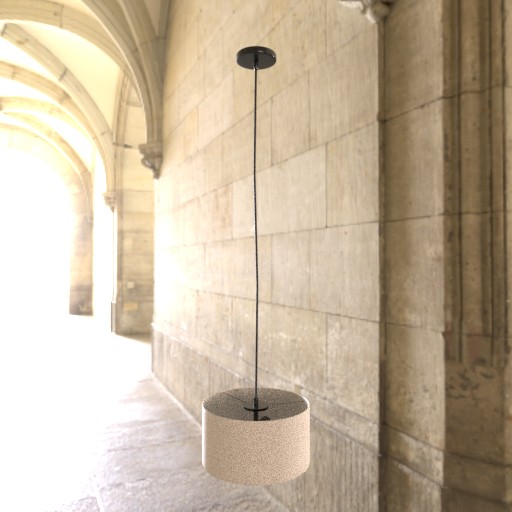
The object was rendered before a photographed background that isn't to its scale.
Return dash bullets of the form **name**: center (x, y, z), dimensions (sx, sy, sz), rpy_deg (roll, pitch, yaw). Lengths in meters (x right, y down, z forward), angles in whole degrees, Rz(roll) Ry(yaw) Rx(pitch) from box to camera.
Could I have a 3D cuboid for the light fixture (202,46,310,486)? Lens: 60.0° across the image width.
- **light fixture**: center (0.000, 0.000, 1.666), dimensions (0.399, 1.516, 0.399), rpy_deg (0, -1, 0)
